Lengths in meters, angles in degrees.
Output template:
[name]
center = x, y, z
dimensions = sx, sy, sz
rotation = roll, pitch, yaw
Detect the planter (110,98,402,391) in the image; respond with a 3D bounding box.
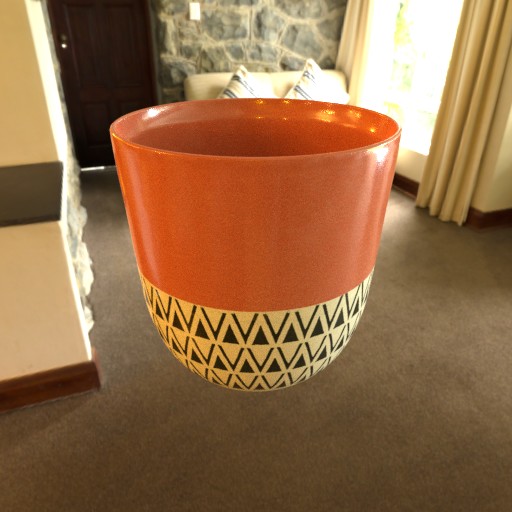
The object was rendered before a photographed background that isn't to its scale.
[planter]
center = 0.000, 0.000, 0.357
dimensions = 0.195, 0.214, 0.195
rotation = 0, 28, 0
